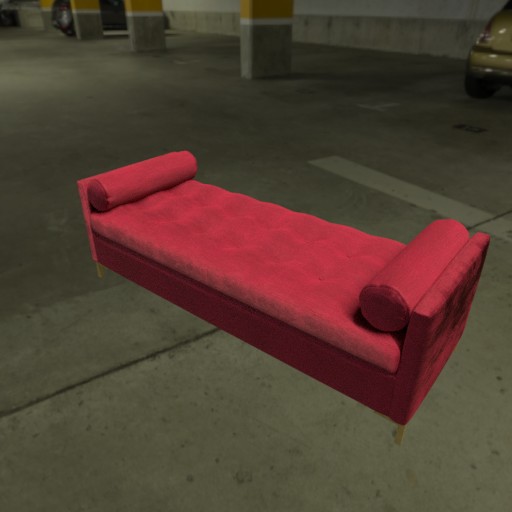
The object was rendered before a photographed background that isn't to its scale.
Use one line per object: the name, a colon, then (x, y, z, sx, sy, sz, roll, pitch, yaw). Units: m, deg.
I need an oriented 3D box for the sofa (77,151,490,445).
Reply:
sofa: (0.000, 0.000, 2.418, 2.102, 0.705, 0.796, 21, 36, 33)
